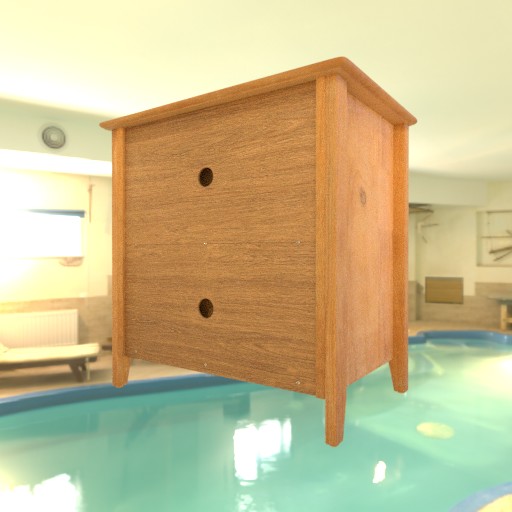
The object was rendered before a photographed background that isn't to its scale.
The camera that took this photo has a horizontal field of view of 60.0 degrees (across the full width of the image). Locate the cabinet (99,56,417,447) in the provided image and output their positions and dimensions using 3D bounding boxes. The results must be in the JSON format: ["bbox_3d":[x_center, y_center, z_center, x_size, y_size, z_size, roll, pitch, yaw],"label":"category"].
[{"bbox_3d":[0.000,0.000,1.260,0.763,0.762,0.503,0,0,35],"label":"cabinet"}]
